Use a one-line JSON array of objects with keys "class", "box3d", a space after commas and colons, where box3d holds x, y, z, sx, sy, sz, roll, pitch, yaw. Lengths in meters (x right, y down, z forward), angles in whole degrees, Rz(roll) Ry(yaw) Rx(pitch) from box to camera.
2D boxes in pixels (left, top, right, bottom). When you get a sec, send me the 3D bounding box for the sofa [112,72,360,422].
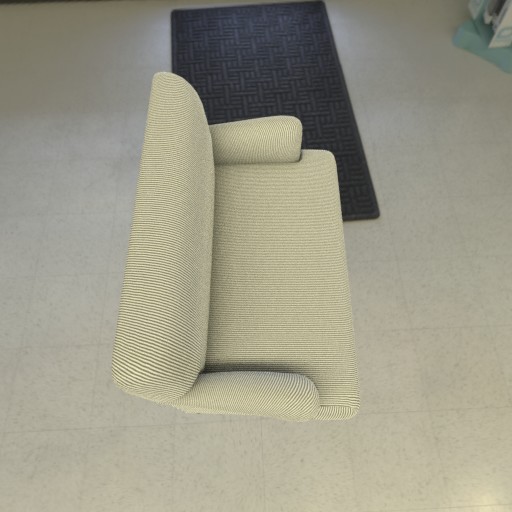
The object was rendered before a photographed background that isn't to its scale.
[{"class": "sofa", "box3d": [0.000, 0.000, 1.811, 0.779, 0.889, 1.297, 0, 63, 0]}]
